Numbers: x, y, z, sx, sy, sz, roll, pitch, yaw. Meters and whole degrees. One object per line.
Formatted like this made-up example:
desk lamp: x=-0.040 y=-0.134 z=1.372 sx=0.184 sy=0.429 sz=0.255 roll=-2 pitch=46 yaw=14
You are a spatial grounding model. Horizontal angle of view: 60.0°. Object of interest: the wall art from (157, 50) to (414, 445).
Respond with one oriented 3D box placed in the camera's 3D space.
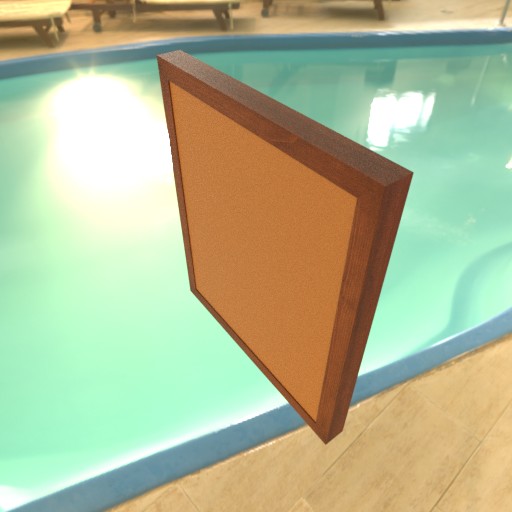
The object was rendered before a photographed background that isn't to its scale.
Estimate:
wall art: x=0.000 y=0.000 z=0.531 sx=0.030 sy=0.381 sz=0.330 roll=-27 pitch=48 yaw=-26
